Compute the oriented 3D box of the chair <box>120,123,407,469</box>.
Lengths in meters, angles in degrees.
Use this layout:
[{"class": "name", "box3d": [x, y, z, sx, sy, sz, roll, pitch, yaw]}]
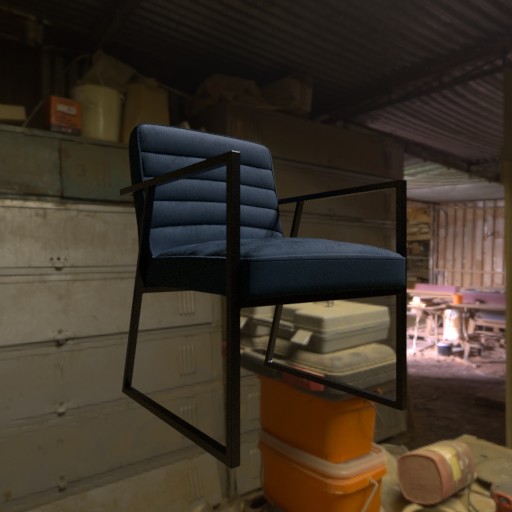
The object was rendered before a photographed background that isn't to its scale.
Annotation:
[{"class": "chair", "box3d": [0.000, 0.000, 1.280, 0.571, 0.833, 0.677, 0, 0, -36]}]
